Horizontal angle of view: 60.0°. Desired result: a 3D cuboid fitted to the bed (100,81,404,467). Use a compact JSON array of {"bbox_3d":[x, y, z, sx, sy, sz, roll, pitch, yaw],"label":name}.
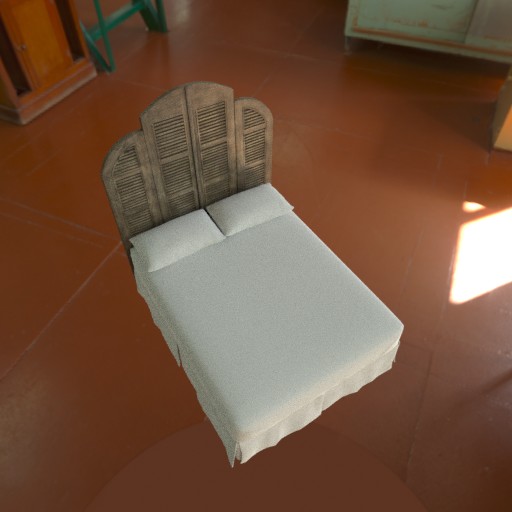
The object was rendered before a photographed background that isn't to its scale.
[{"bbox_3d":[0.000,0.000,3.573,1.713,2.019,2.138,-25,53,-20],"label":"bed"}]
